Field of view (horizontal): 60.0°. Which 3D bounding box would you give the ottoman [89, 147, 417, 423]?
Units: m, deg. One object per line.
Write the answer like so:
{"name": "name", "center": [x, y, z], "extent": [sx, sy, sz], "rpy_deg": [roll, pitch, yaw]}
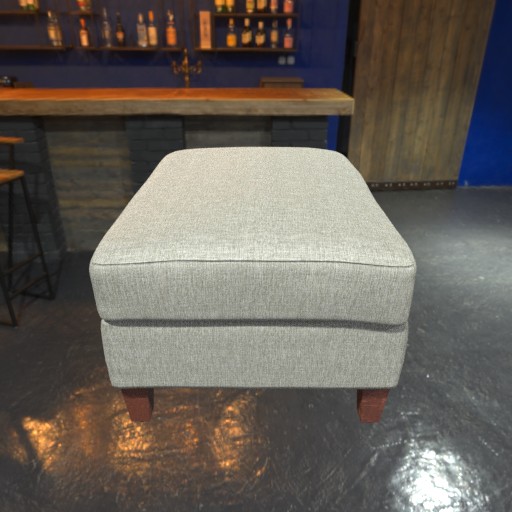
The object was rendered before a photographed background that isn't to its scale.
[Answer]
{"name": "ottoman", "center": [0.000, 0.000, 1.260], "extent": [0.639, 0.494, 0.873], "rpy_deg": [0, 27, 0]}
